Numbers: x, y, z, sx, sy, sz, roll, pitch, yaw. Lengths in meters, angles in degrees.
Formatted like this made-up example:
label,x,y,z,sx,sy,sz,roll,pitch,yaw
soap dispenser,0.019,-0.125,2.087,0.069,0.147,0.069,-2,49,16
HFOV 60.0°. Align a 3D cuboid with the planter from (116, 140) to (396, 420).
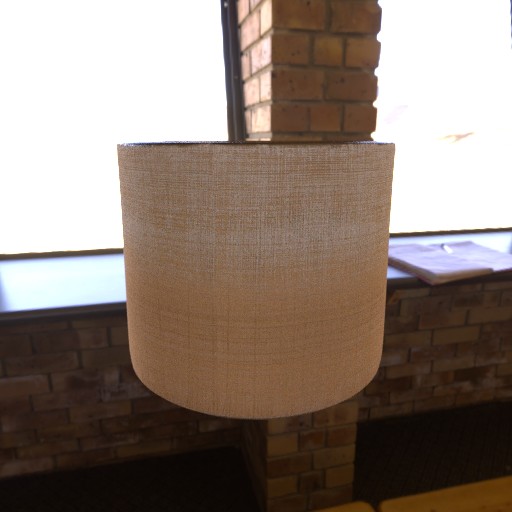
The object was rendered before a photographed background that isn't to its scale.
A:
label,x,y,z,sx,sy,sz,roll,pitch,yaw
planter,0.000,0.000,0.440,0.254,0.221,0.254,0,15,0
